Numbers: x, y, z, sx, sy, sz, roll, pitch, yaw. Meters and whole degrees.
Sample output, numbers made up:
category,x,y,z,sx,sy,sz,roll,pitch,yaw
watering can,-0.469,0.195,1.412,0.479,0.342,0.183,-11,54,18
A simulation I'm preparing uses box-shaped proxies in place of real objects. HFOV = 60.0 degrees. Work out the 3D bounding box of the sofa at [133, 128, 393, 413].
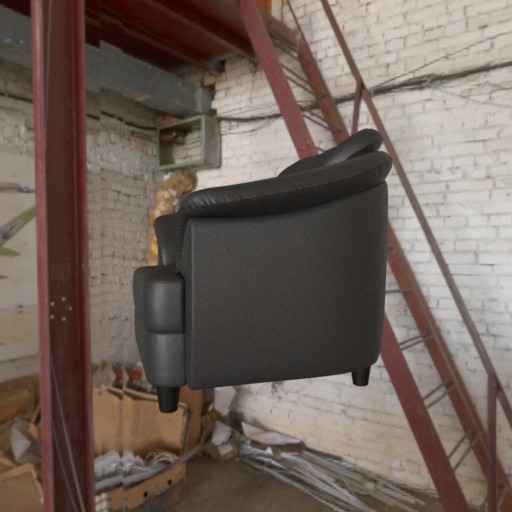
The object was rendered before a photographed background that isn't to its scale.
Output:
category,x,y,z,sx,sy,sz,roll,pitch,yaw
sofa,0.000,0.000,1.517,0.794,0.811,0.870,0,1,-18
